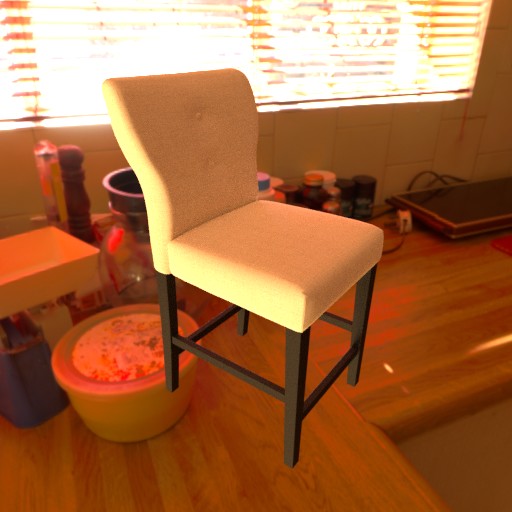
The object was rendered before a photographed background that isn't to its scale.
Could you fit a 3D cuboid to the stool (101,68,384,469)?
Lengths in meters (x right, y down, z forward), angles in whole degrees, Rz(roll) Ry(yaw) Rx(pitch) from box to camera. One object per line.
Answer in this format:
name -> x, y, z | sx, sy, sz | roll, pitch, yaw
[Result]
stool -> 0.000, 0.000, 1.290 | 0.603, 0.972, 0.514 | 19, 32, 32
